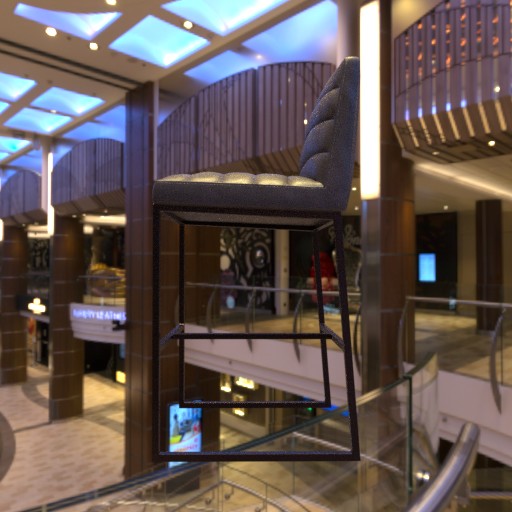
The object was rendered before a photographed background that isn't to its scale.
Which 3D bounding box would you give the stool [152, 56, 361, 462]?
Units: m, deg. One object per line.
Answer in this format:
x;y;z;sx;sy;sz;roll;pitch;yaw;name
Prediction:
0.000;0.000;1.367;0.562;1.065;0.463;0;-1;-1;stool
